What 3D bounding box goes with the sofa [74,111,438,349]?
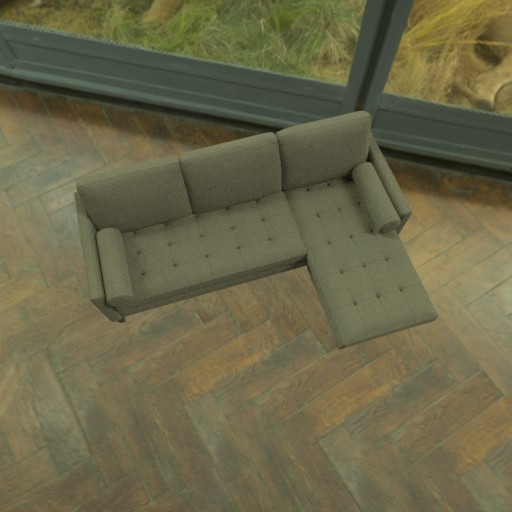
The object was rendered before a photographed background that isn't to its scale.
[{"bbox_3d":[0.000,0.000,3.019,2.178,0.875,1.506,-15,66,-7],"label":"sofa"}]
